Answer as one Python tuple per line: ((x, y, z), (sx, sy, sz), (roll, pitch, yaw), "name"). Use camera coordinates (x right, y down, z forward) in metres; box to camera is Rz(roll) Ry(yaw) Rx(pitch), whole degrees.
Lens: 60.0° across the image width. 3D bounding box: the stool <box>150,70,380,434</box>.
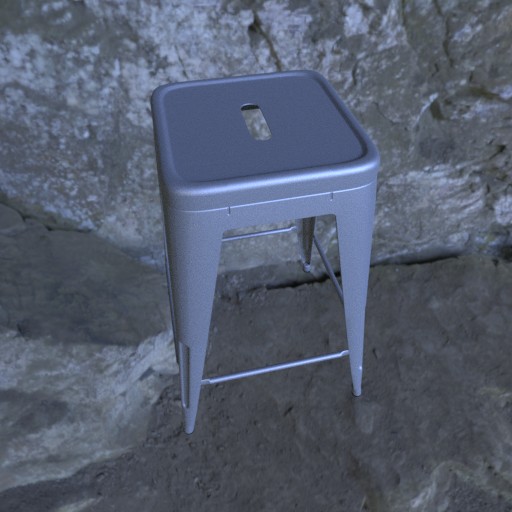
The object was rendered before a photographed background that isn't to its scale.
((0.000, 0.000, 0.893), (0.406, 0.610, 0.406), (-9, 48, -9), "stool")
